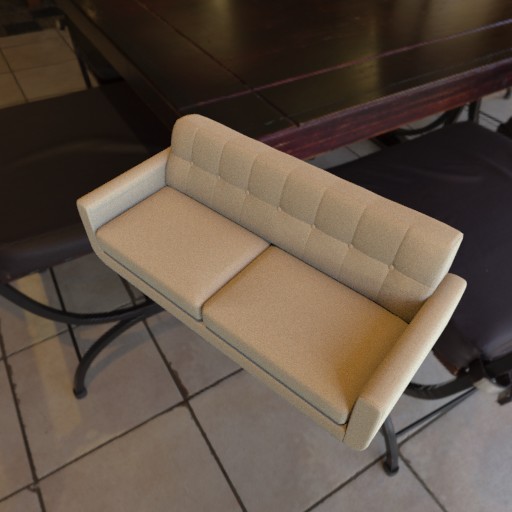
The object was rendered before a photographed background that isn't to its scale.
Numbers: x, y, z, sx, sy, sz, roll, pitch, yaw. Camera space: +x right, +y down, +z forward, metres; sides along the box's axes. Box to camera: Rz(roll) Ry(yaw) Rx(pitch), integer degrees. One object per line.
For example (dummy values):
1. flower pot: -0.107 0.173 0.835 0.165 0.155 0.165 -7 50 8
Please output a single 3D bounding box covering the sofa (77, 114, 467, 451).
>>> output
1. sofa: 0.000 0.000 2.639 2.137 0.892 0.980 31 53 26
